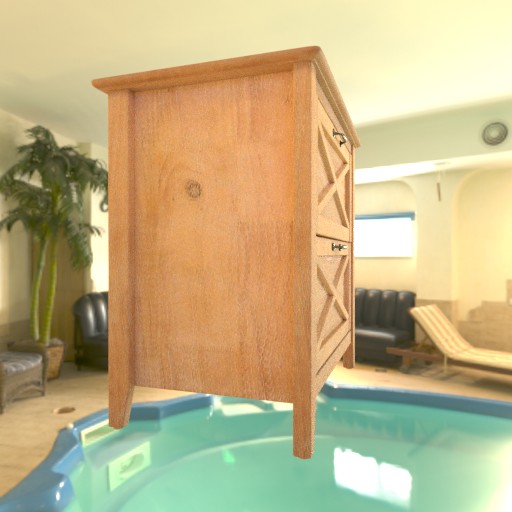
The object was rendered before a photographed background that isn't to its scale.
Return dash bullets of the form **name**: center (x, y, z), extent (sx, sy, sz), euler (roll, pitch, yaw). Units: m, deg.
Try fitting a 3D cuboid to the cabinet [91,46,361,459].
- **cabinet**: center (0.000, 0.000, 1.236), extent (0.503, 0.762, 0.763), euler (0, 0, 19)
